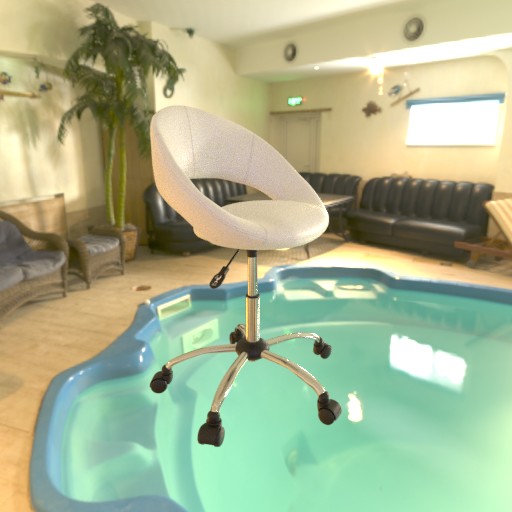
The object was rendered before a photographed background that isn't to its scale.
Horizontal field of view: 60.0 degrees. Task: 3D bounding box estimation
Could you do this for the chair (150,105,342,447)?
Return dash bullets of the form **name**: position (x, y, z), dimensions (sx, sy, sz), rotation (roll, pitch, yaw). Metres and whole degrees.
- **chair**: position (0.000, 0.000, 1.205), dimensions (0.538, 0.791, 0.612), rotation (7, 16, 26)
